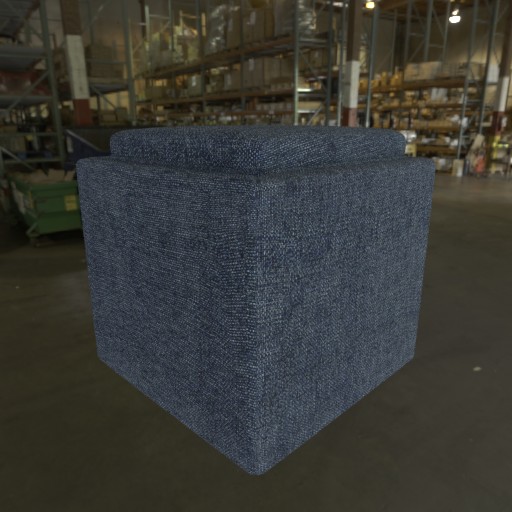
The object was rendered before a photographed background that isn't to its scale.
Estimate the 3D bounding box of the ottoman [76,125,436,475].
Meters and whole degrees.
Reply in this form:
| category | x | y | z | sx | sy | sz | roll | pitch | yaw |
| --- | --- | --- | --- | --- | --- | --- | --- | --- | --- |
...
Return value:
| category | x | y | z | sx | sy | sz | roll | pitch | yaw |
| --- | --- | --- | --- | --- | --- | --- | --- | --- | --- |
| ottoman | 0.000 | 0.000 | 0.813 | 0.450 | 0.460 | 0.450 | 16 | 23 | 43 |
